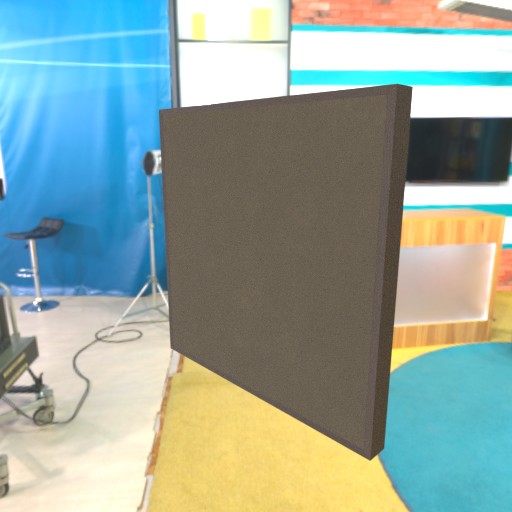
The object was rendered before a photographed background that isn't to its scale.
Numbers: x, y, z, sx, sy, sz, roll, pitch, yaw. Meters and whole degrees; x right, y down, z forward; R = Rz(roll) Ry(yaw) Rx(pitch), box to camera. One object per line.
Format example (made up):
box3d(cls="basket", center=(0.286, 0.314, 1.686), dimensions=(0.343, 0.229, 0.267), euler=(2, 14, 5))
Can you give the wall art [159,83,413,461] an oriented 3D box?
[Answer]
box3d(cls="wall art", center=(0.000, 0.000, 0.762), dimensions=(0.038, 0.506, 0.508), euler=(-13, 19, -42))
